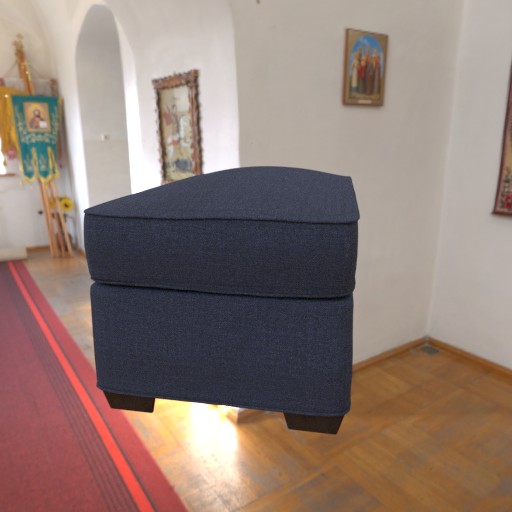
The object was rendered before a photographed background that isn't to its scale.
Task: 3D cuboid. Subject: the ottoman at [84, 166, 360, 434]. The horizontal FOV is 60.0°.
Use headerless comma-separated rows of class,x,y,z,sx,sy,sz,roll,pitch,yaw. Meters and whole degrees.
ottoman,0.000,0.000,1.197,0.505,0.453,0.895,3,16,10
